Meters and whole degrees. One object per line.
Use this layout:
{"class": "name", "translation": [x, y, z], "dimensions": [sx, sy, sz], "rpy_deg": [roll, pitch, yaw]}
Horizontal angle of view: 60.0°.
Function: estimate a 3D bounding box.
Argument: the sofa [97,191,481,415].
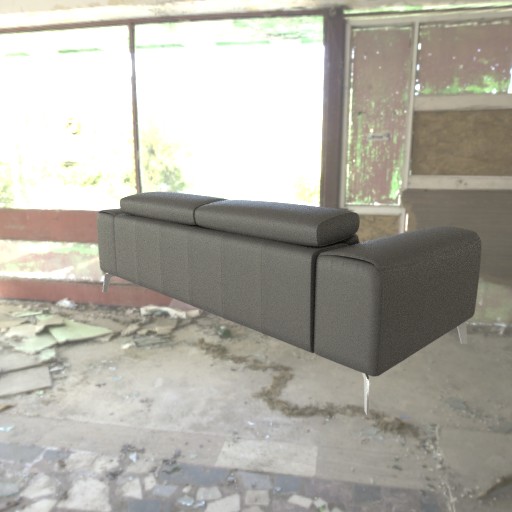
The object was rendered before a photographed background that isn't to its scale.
{"class": "sofa", "translation": [0.000, 0.000, 2.772], "dimensions": [1.023, 0.759, 2.321], "rpy_deg": [-12, 17, -43]}
